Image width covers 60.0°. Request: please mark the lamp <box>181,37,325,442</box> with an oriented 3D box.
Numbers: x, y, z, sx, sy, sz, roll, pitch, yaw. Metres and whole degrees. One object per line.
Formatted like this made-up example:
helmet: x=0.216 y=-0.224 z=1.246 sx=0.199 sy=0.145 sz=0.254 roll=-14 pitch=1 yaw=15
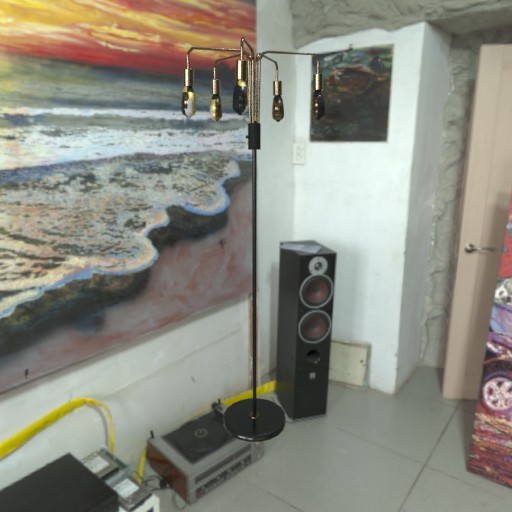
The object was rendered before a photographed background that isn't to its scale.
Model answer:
lamp: x=0.000 y=0.000 z=2.005 sx=0.572 sy=1.721 sz=0.599 roll=2 pitch=14 yaw=8
